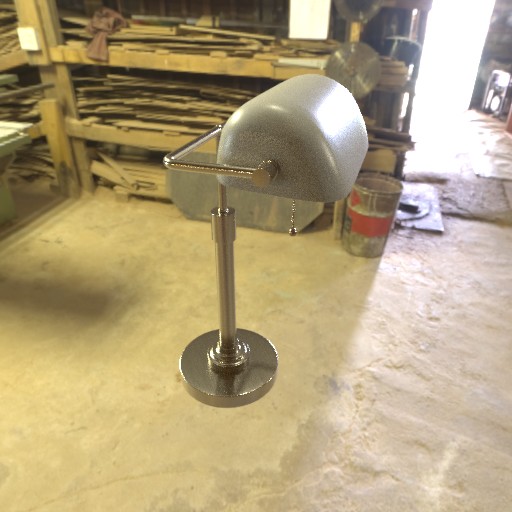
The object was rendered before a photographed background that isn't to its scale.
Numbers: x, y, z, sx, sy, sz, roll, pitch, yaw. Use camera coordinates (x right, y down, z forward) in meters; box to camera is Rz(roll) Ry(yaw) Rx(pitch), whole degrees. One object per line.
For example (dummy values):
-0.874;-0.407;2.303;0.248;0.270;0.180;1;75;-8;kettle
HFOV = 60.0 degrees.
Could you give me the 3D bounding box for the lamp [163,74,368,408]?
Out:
0.000;0.000;0.546;0.227;0.404;0.269;9;31;16;lamp
